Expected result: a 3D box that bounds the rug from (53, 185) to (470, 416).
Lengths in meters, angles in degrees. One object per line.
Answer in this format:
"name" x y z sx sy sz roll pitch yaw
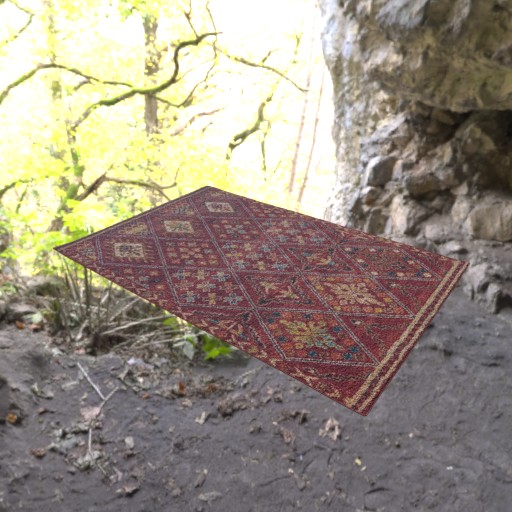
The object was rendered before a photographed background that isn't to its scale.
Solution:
"rug" 0.000 0.000 2.902 2.286 0.026 1.521 21 36 32
